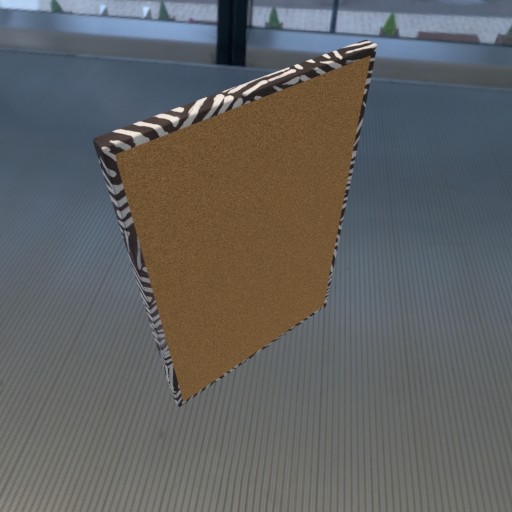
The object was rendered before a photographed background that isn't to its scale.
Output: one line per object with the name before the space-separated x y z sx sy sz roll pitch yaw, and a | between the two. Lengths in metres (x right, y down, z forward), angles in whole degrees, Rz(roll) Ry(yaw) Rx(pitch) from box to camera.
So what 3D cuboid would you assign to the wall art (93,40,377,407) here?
wall art | 0.000 0.000 1.139 0.615 0.918 0.035 -30 54 -24
